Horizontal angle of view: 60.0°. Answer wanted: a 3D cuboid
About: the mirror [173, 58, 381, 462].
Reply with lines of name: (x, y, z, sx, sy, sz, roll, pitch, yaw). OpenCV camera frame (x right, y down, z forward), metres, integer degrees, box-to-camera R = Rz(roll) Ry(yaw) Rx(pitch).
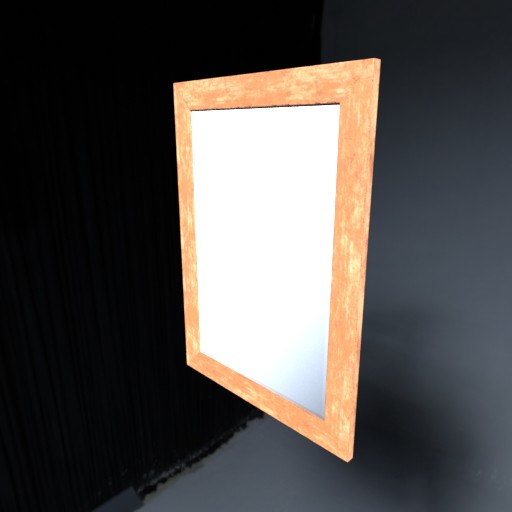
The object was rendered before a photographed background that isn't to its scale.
mirror: (0.000, 0.000, 1.434, 0.028, 1.099, 0.796, -15, 22, -42)
